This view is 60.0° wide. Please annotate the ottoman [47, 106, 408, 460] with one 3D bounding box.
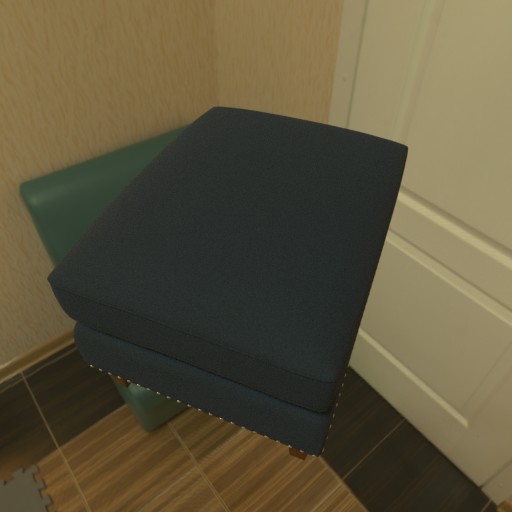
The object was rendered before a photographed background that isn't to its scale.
[{"bbox_3d":[0.000,0.000,1.118,0.584,0.513,0.741,16,48,15],"label":"ottoman"}]
